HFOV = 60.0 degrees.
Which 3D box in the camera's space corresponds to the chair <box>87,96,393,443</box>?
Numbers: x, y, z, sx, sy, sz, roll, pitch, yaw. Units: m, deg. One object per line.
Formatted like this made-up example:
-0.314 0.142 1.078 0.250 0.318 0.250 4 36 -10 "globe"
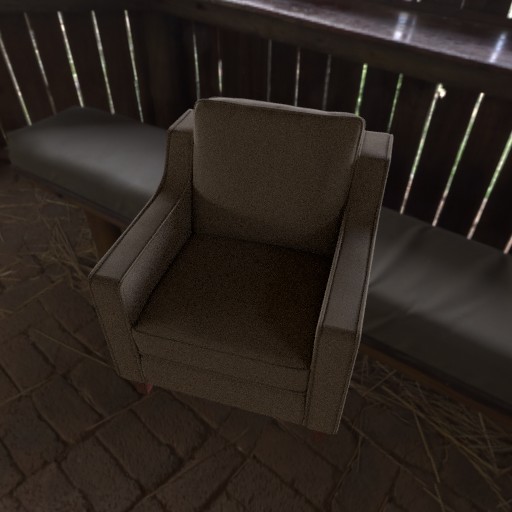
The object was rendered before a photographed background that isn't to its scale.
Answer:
0.000 0.000 1.679 0.831 0.960 0.909 11 43 12 "chair"
